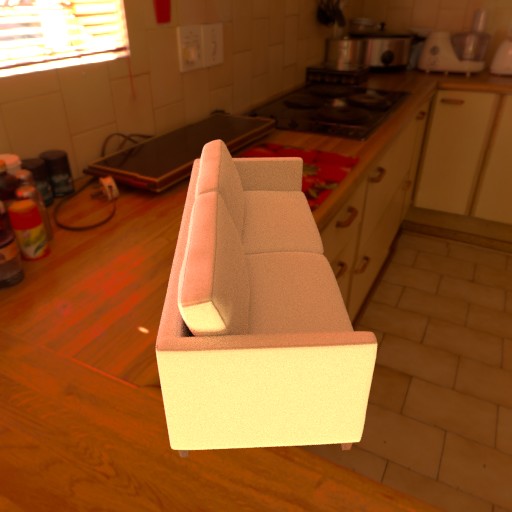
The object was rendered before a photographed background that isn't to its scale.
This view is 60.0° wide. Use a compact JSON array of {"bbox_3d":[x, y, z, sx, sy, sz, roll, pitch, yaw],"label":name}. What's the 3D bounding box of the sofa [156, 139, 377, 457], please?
[{"bbox_3d":[0.000,0.000,2.928,0.951,0.962,2.361,-1,31,-2],"label":"sofa"}]
